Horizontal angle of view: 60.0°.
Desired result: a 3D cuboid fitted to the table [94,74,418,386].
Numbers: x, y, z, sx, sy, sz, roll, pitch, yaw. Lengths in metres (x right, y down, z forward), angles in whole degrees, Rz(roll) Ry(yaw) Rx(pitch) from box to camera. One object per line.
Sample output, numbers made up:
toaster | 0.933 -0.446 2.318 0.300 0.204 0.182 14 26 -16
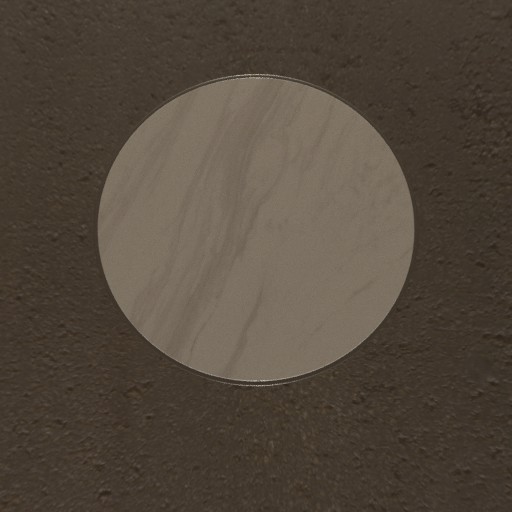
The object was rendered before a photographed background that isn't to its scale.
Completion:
table | 0.000 0.000 0.841 0.445 0.479 0.445 0 77 0
